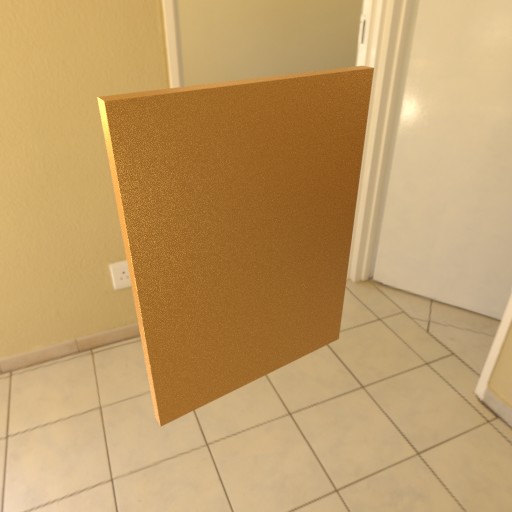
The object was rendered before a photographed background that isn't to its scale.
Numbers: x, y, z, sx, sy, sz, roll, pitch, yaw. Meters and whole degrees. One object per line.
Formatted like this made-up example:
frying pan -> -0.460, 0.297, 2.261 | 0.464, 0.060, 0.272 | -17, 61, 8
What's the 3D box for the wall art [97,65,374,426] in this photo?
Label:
wall art -> 0.000, 0.000, 1.084 | 0.610, 0.812, 0.038 | -19, 36, -28
